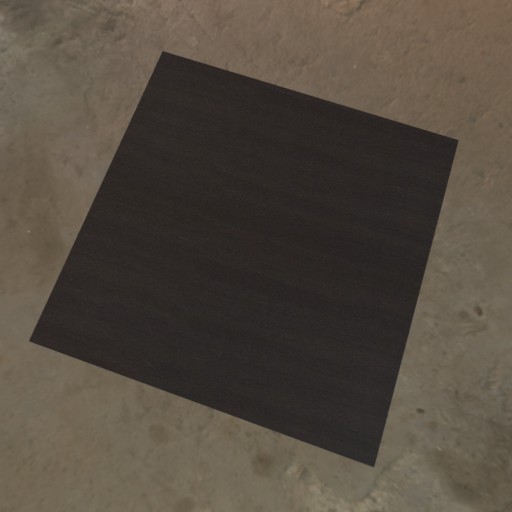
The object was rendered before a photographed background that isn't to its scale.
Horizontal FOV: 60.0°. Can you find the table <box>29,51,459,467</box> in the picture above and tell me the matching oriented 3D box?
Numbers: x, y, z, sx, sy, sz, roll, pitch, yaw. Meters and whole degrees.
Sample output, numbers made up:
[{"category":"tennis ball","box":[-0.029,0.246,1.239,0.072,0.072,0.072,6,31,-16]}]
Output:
[{"category":"table","box":[0.000,0.000,1.192,0.762,0.396,0.762,18,77,5]}]
